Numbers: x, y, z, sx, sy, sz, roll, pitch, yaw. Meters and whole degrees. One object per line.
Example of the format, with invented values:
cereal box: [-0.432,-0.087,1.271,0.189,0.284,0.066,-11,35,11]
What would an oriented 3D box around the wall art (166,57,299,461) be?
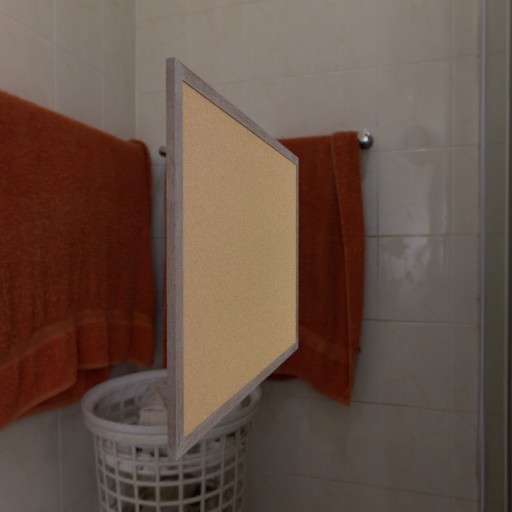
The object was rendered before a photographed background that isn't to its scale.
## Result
wall art: [0.000,0.000,1.330,0.019,0.774,1.012,0,1,19]
